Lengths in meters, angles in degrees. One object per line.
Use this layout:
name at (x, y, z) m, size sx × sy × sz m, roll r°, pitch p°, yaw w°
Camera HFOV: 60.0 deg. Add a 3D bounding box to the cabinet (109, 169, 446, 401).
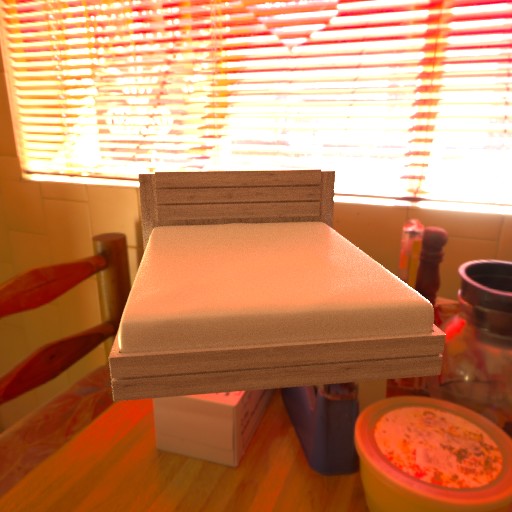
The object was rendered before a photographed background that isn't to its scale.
cabinet at (0.000, 0.000, 3.084) m, size 1.750 × 0.970 × 2.080 m, roll -2°, pitch 17°, yaw -8°
